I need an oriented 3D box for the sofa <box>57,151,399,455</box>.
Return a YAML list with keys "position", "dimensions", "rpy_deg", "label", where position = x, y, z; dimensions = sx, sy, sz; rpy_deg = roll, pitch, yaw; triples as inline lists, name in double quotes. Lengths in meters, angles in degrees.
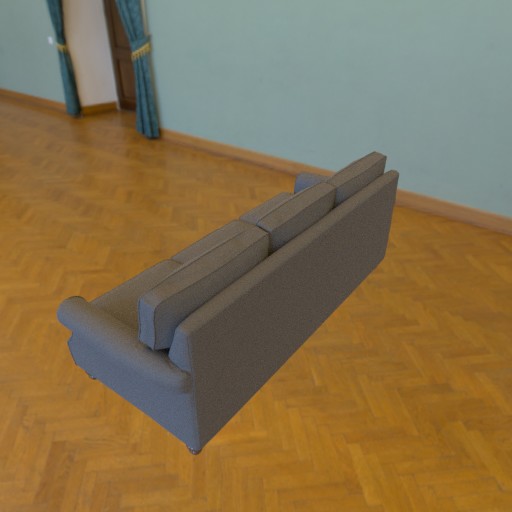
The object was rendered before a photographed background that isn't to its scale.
- position: [0.000, 0.000, 2.830]
  dimensions: [0.966, 0.948, 2.353]
  rpy_deg: [21, 37, 31]
  label: "sofa"
